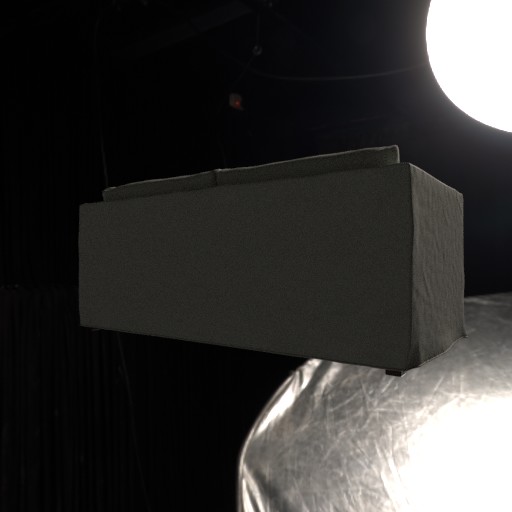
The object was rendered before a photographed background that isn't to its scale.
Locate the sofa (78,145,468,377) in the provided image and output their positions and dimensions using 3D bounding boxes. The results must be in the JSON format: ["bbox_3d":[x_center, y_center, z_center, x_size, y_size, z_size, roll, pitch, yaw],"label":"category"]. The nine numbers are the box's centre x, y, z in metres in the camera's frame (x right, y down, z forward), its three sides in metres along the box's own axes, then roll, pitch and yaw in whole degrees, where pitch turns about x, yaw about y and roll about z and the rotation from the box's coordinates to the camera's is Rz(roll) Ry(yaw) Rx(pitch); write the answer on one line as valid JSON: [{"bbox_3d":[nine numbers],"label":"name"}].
[{"bbox_3d":[0.000,0.000,2.442,1.987,0.870,0.940,-1,-1,36],"label":"sofa"}]
